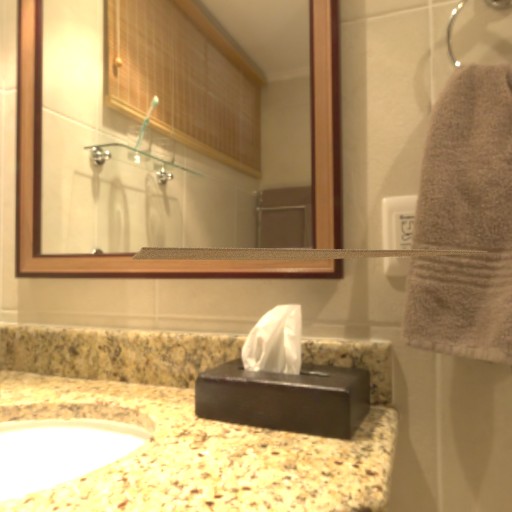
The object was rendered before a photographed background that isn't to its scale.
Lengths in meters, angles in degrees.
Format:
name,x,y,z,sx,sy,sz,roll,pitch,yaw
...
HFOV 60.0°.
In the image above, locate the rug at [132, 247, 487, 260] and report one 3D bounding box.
name,x,y,z,sx,sy,sz,roll,pitch,yaw
rug,0.000,0.000,2.321,1.232,0.015,1.825,0,-1,-17
